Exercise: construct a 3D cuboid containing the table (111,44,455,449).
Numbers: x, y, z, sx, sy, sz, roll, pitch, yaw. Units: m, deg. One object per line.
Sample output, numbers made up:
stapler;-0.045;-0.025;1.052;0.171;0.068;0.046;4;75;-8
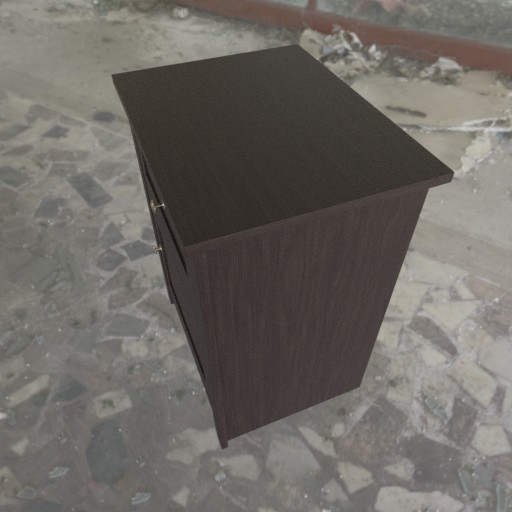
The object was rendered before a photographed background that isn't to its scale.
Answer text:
table;0.000;0.000;0.927;0.381;0.635;0.480;-16;48;-15
